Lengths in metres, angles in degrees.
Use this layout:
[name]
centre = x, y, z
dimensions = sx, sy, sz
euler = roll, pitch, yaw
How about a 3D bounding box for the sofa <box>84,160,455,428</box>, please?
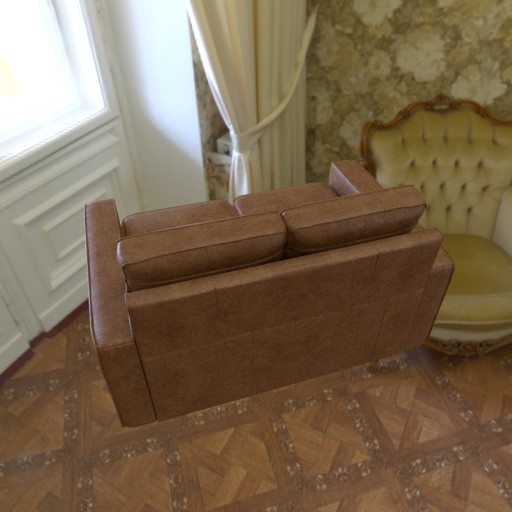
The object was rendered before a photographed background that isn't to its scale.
[sofa]
centre = 0.000, 0.000, 2.153
dimensions = 1.532, 0.896, 1.020
euler = -12, 42, -13
